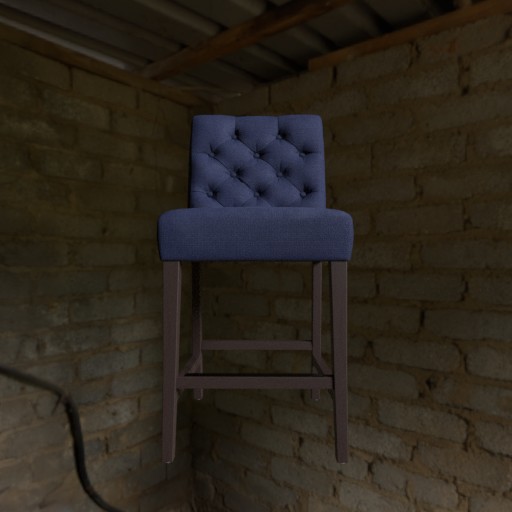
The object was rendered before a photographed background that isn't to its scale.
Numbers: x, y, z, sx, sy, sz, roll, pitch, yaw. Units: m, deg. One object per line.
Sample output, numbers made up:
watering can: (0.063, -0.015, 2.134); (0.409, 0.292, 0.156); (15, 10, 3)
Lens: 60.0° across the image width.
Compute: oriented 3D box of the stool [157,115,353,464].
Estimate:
stool: (0.000, 0.000, 1.360); (0.493, 1.010, 0.601); (0, 0, 1)
